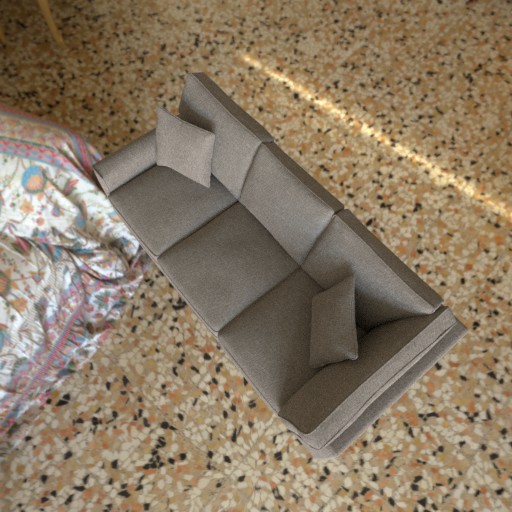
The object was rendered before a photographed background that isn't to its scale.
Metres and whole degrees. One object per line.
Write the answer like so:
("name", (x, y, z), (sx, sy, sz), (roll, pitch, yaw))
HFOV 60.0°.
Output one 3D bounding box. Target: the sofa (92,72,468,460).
("sofa", (0.000, 0.000, 2.829), (1.061, 0.962, 2.317), (-37, 70, -16))
